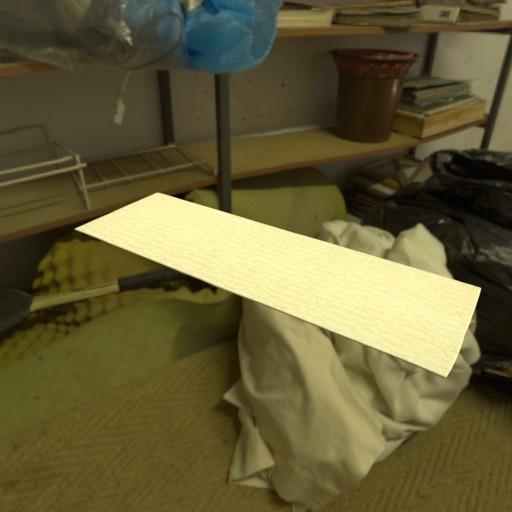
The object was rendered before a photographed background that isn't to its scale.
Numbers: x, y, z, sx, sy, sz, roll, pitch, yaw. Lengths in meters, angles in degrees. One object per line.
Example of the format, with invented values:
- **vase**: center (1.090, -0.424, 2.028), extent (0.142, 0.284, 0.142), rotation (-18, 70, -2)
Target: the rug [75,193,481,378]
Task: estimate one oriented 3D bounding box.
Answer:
- **rug**: center (0.000, 0.000, 2.710), extent (2.450, 0.014, 0.793), rotation (19, 35, 29)
